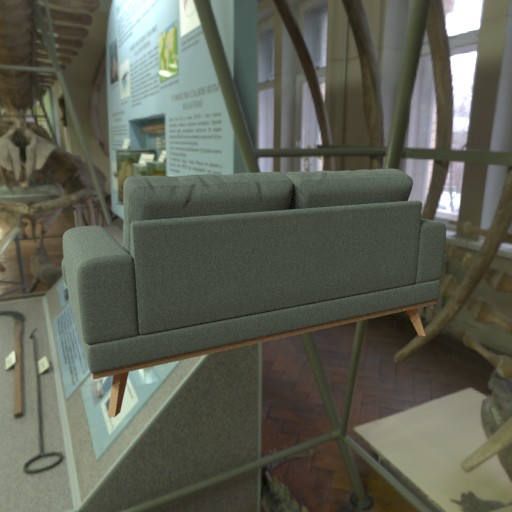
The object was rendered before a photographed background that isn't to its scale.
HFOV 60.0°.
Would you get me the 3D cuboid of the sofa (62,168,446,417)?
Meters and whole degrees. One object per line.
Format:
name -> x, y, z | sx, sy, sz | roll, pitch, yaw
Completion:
sofa -> 0.000, 0.000, 2.087 | 1.650, 0.810, 0.785 | -7, 16, -26
